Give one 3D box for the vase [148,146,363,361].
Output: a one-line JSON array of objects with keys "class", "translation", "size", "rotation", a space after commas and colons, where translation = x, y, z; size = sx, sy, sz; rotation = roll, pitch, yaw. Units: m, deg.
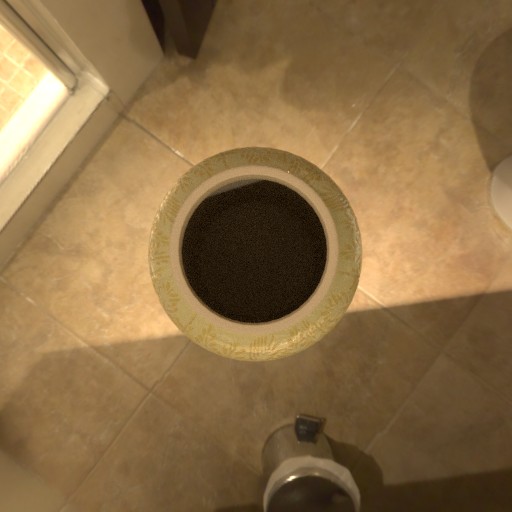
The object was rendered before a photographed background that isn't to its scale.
[{"class": "vase", "translation": [0.000, 0.000, 0.384], "size": [0.172, 0.270, 0.172], "rotation": [0, 88, 0]}]
